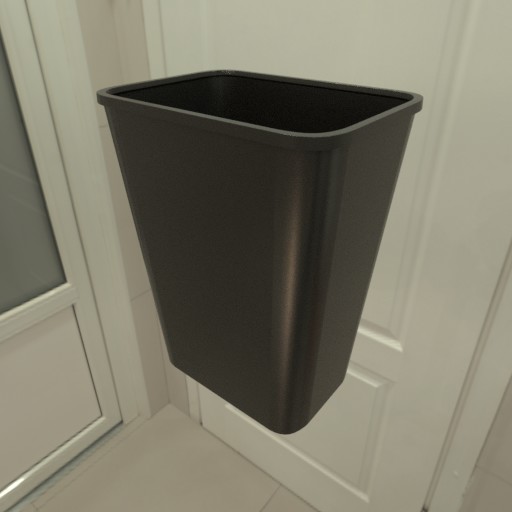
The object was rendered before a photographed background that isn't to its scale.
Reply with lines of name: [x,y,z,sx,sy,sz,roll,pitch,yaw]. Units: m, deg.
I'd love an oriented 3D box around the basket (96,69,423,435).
basket: [0.000,0.000,0.741,0.394,0.521,0.287,22,37,33]
